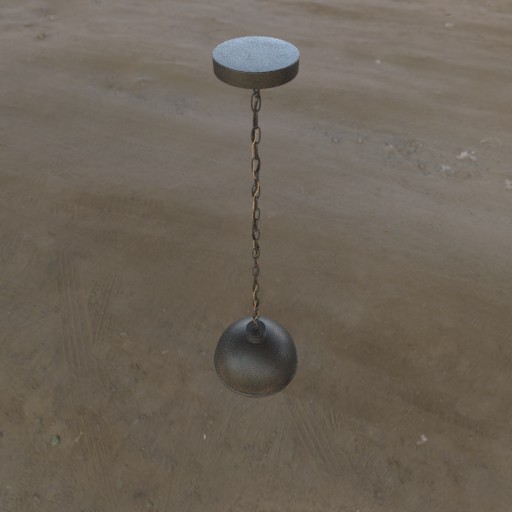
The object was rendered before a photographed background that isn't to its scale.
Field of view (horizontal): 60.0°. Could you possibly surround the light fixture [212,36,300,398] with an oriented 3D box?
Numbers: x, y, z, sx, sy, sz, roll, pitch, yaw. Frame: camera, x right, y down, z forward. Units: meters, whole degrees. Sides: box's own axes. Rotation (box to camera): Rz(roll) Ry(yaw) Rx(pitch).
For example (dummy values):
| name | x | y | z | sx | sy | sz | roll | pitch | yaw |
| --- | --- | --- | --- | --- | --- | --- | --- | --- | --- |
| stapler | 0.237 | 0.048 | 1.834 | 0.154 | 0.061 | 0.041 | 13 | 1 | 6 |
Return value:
| name | x | y | z | sx | sy | sz | roll | pitch | yaw |
| --- | --- | --- | --- | --- | --- | --- | --- | --- | --- |
| light fixture | 0.000 | 0.000 | 1.211 | 0.304 | 1.090 | 0.304 | -10 | 48 | -9 |
